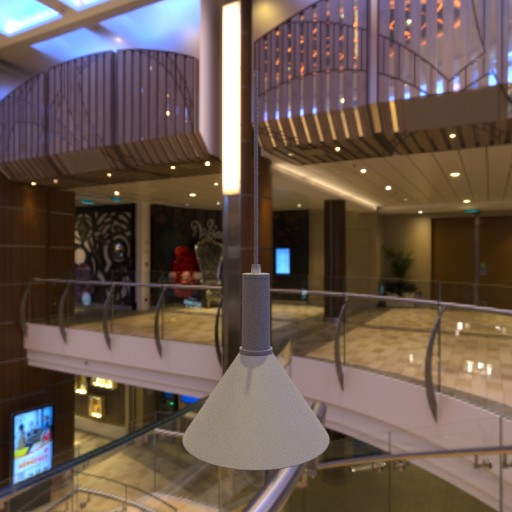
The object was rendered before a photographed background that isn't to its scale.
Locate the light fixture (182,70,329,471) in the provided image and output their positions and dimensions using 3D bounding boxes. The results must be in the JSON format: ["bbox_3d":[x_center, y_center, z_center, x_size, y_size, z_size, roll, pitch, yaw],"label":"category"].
[{"bbox_3d":[0.000,0.000,0.817,0.267,0.683,0.267,0,0,-18],"label":"light fixture"}]
